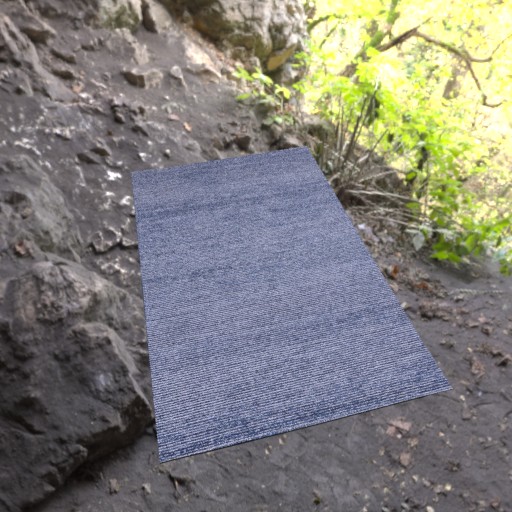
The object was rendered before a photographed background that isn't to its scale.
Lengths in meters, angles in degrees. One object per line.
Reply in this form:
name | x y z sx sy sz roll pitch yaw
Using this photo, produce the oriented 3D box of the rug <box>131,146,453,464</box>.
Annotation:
rug | 0.000 0.000 2.229 1.145 0.021 1.777 -10 47 -10
